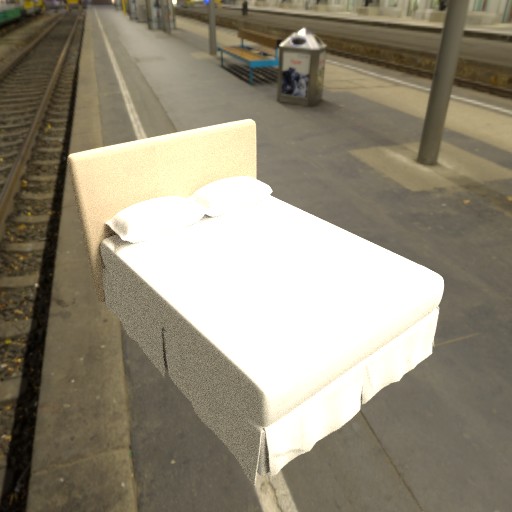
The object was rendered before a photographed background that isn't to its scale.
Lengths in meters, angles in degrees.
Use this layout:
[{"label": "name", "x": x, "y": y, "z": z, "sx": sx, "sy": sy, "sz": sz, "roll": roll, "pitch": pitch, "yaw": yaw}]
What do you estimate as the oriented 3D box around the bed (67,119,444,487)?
[{"label": "bed", "x": 0.000, "y": 0.000, "z": 3.168, "sx": 1.723, "sy": 1.330, "sz": 2.142, "roll": -23, "pitch": 37, "yaw": -33}]
